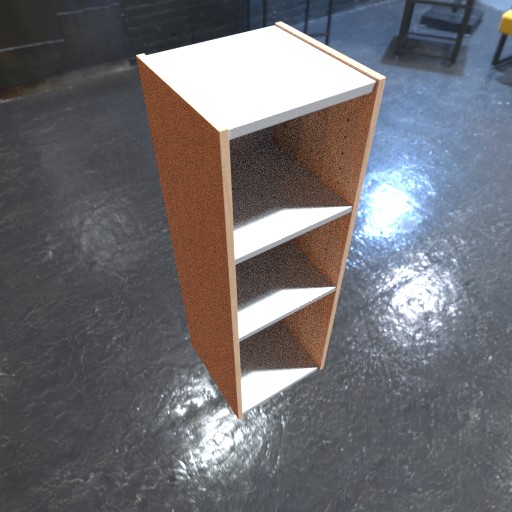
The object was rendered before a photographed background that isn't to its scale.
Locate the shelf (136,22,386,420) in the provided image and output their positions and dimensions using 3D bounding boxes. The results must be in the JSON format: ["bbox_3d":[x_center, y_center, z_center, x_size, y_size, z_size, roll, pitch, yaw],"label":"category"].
[{"bbox_3d":[0.000,0.000,1.050,0.300,0.900,0.290,-25,51,-22],"label":"shelf"}]
